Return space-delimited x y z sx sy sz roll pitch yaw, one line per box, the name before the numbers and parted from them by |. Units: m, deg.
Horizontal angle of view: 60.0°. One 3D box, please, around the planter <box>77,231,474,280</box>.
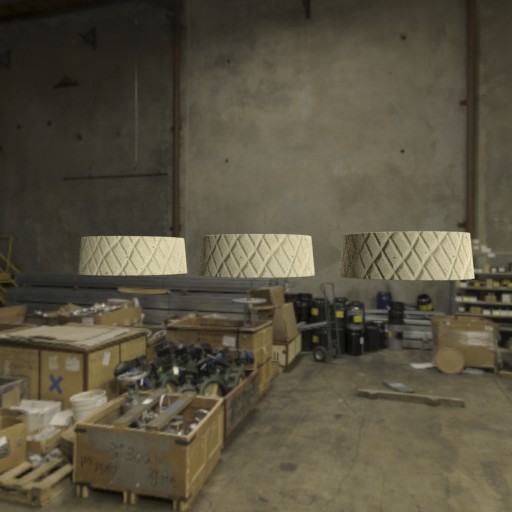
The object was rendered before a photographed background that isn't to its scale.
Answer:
planter | 0.000 0.000 0.437 0.390 0.038 0.114 0 0 17
